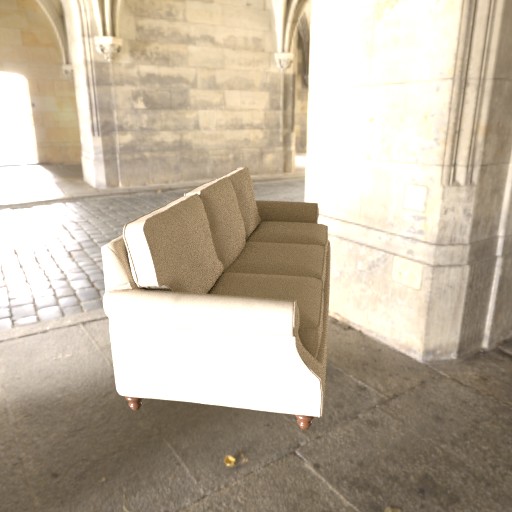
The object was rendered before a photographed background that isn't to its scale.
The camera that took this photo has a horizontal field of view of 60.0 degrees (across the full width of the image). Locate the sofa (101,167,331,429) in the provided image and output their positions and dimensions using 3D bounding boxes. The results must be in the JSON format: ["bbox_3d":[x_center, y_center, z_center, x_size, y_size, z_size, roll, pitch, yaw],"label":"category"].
[{"bbox_3d":[0.000,0.000,2.877,0.966,0.948,2.354,3,17,9],"label":"sofa"}]
